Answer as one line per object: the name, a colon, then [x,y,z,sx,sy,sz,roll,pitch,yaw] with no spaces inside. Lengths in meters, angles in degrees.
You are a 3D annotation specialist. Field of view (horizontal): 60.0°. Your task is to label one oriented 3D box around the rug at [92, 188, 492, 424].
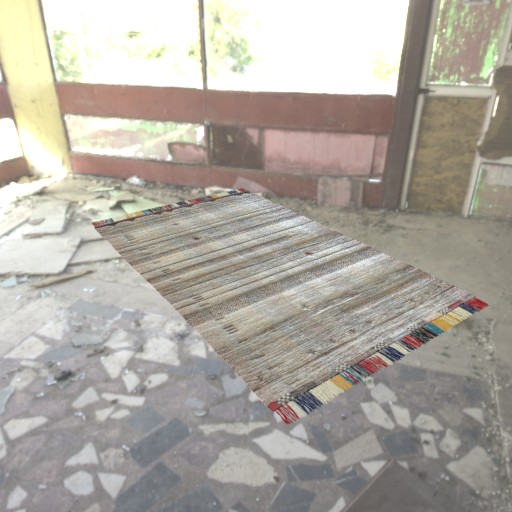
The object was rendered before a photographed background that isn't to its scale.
rug: [0.000,0.000,2.948,1.465,0.012,2.465,-18,32,-31]
